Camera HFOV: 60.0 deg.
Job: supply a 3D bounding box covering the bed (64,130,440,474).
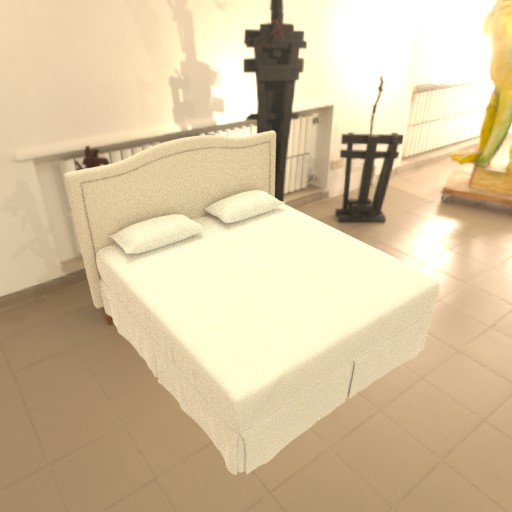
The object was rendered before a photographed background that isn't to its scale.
[{"bbox_3d":[0.000,0.000,3.518,2.083,1.421,2.182,-21,36,-32],"label":"bed"}]
